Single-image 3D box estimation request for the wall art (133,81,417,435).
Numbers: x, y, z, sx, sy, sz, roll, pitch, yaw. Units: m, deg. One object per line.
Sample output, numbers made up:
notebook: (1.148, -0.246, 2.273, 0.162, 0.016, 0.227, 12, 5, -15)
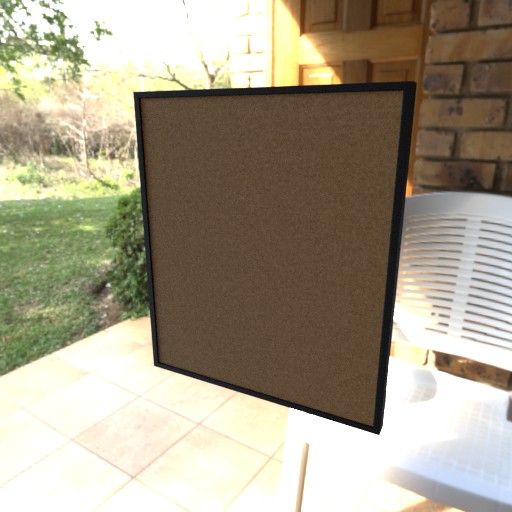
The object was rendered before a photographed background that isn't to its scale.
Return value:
wall art: (0.000, 0.000, 0.536, 0.330, 0.381, 0.019, 9, 19, 26)
